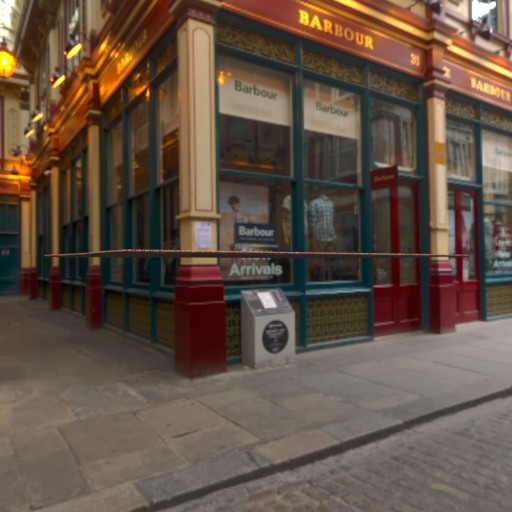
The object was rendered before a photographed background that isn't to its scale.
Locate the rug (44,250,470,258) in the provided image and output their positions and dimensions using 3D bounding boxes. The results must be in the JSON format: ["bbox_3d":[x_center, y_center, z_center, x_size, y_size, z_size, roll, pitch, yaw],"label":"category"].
[{"bbox_3d":[0.000,0.000,5.048,3.965,0.025,2.803,1,-1,-35],"label":"rug"}]
